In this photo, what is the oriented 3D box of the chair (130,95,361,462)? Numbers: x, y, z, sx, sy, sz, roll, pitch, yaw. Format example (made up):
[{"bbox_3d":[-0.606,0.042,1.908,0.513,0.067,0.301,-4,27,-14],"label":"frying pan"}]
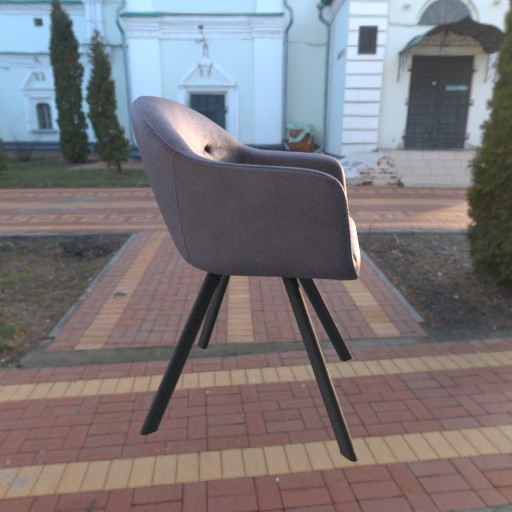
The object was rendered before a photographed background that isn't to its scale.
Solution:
[{"bbox_3d":[0.000,0.000,1.141,0.544,0.781,0.567,3,16,10],"label":"chair"}]
